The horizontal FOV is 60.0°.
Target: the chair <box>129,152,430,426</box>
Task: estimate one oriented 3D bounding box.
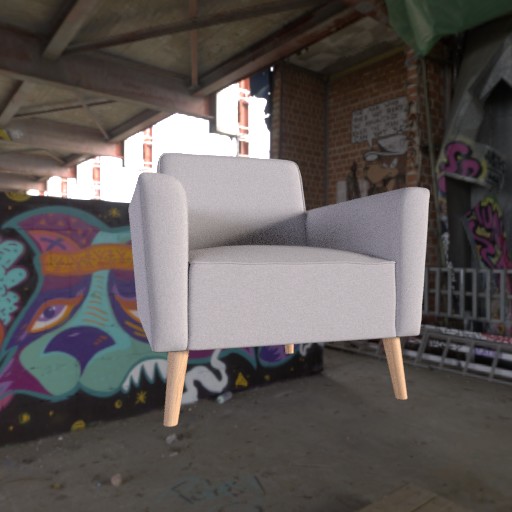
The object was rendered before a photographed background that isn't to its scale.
[{"bbox_3d":[0.000,0.000,1.440,0.780,0.780,0.750,0,0,-18],"label":"chair"}]
